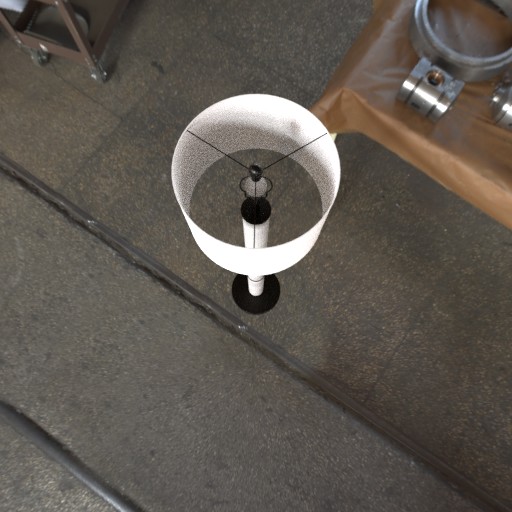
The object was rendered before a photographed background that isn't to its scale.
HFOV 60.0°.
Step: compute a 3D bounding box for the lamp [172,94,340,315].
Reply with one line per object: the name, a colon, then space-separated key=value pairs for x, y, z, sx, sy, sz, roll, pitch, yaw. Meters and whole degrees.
lamp: x=0.000 y=0.000 z=1.752 sx=0.377 sy=1.599 sz=0.377 roll=1 pitch=76 yaw=0
